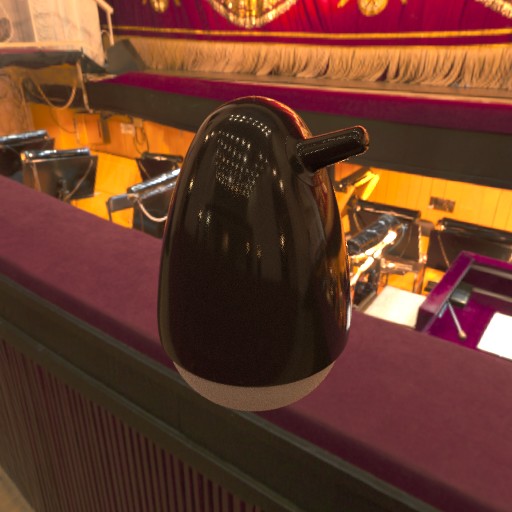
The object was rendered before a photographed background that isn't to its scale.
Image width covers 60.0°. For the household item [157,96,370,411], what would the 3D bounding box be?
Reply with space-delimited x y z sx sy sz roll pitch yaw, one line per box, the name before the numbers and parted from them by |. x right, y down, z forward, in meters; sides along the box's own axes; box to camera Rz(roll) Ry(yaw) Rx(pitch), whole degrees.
household item | 0.000 0.000 0.223 0.104 0.152 0.102 17 31 31
